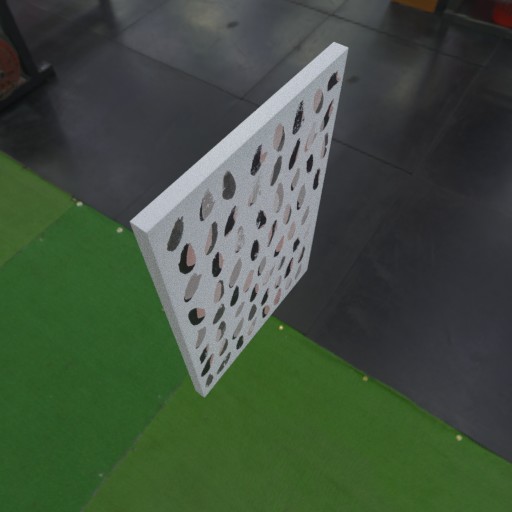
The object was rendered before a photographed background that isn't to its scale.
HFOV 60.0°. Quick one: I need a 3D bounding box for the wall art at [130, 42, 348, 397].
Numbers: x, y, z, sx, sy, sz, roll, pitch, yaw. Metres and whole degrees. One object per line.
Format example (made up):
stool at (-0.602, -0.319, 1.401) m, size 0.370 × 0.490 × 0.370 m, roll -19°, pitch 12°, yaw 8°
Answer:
wall art at (0.000, 0.000, 1.202) m, size 0.037 × 0.916 × 0.610 m, roll 32°, pitch 63°, yaw 19°
